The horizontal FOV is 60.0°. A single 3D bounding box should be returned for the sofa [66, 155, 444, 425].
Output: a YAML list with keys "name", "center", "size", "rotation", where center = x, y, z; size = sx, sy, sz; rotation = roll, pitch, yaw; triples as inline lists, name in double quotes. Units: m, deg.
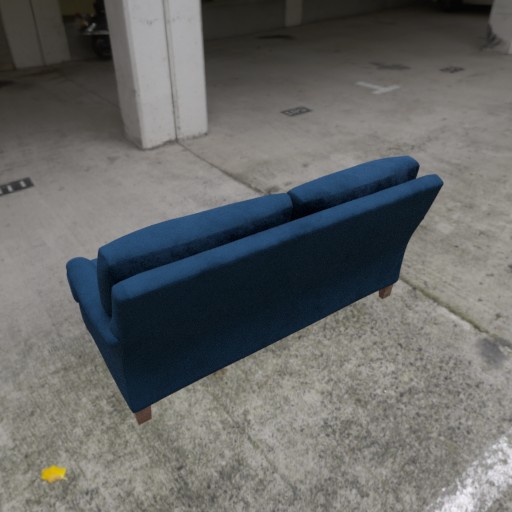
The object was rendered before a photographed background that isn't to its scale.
- name: "sofa"
  center: [0.000, 0.000, 2.805]
  size: [2.141, 1.101, 1.084]
  rotation: [-20, 38, -29]
